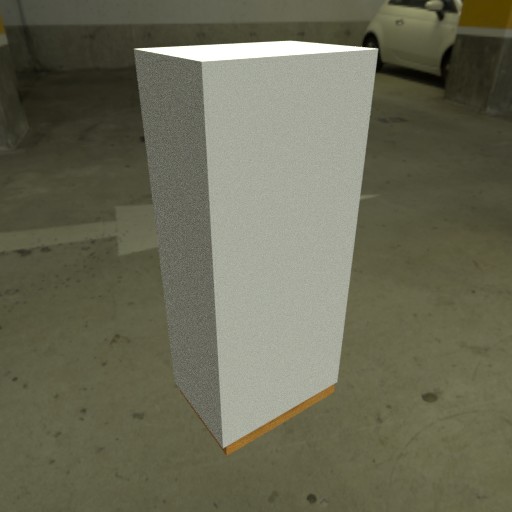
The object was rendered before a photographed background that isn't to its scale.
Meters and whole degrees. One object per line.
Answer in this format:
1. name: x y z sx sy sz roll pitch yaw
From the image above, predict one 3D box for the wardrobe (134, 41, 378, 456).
1. wardrobe: 0.000 0.000 2.402 0.860 2.040 0.600 -19 35 -30
